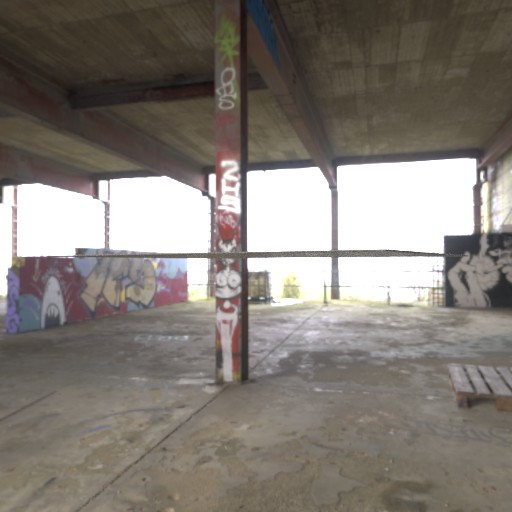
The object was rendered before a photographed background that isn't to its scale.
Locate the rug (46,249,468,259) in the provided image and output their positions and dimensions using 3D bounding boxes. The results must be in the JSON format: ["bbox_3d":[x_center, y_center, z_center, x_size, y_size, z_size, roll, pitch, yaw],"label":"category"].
[{"bbox_3d":[0.000,0.000,3.683,2.890,0.013,2.005,-1,-1,35],"label":"rug"}]
